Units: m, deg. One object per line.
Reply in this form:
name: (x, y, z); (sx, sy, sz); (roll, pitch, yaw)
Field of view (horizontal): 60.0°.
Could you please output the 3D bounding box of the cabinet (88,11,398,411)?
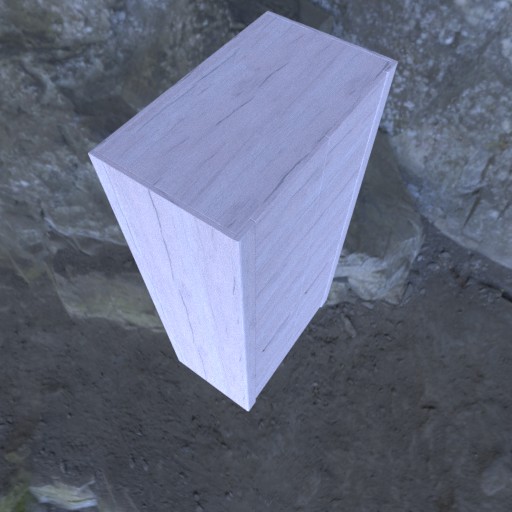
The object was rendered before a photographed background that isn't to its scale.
cabinet: (0.000, 0.000, 2.309); (0.580, 1.930, 0.980); (31, 63, 18)
